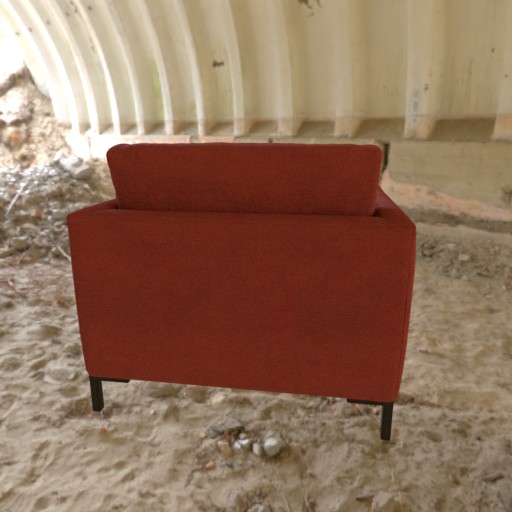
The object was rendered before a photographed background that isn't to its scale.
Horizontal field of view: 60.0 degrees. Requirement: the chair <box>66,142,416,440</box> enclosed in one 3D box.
[{"bbox_3d":[0.000,0.000,1.614,0.964,0.812,0.875,2,16,9],"label":"chair"}]
